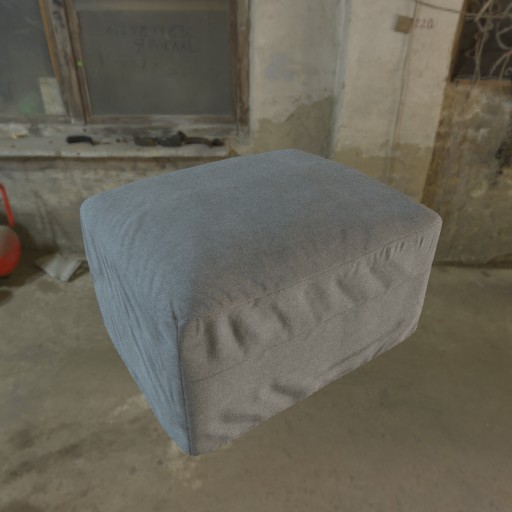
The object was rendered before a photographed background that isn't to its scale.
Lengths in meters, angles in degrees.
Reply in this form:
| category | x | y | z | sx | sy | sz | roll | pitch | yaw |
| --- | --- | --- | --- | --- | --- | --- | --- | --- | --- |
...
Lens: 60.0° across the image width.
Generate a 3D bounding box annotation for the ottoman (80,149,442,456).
| category | x | y | z | sx | sy | sz | roll | pitch | yaw |
| --- | --- | --- | --- | --- | --- | --- | --- | --- | --- |
| ottoman | 0.000 | 0.000 | 1.295 | 0.837 | 0.481 | 0.683 | -20 | 37 | -29 |
